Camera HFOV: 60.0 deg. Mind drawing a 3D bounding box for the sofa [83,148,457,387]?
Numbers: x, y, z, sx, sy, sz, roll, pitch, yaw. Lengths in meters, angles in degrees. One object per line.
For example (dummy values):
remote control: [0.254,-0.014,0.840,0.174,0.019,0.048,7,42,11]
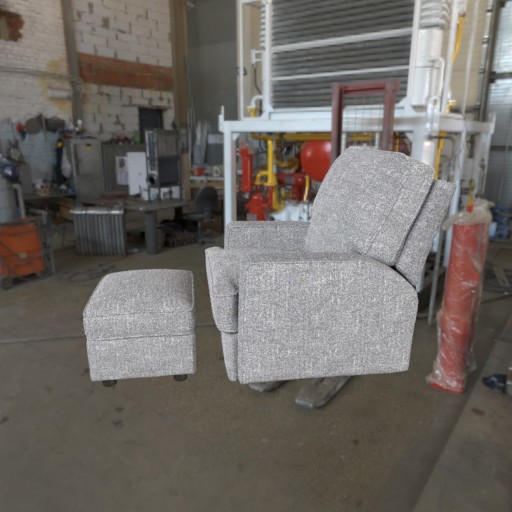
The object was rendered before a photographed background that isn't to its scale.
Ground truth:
sofa: [0.000,0.000,2.054,1.472,0.959,0.861,-2,15,-8]
